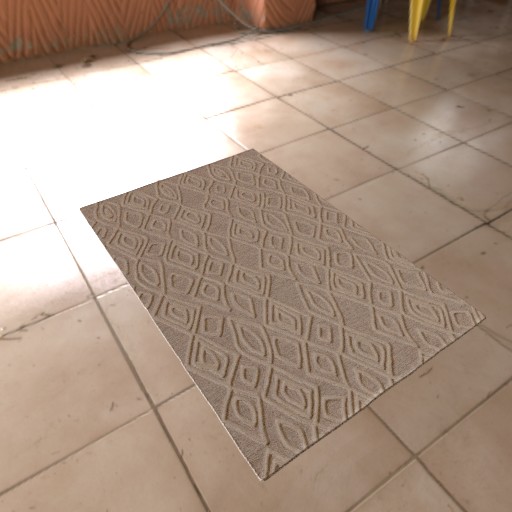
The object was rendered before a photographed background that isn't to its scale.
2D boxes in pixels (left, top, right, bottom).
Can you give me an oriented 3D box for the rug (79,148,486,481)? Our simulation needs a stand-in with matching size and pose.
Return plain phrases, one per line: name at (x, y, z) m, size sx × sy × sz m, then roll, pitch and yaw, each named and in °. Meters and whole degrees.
rug at (0.000, 0.000, 2.254) m, size 1.224 × 0.016 × 1.832 m, roll -25°, pitch 48°, yaw -25°
